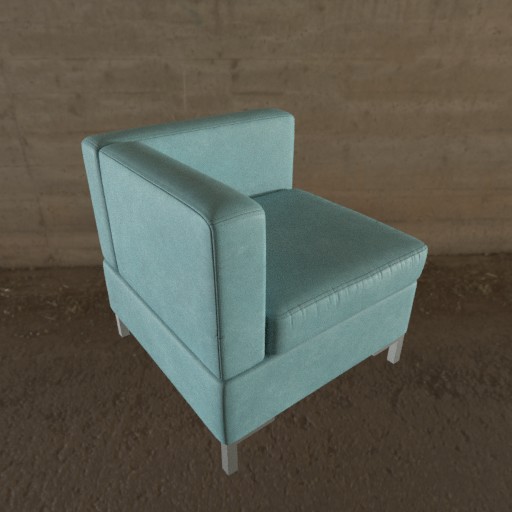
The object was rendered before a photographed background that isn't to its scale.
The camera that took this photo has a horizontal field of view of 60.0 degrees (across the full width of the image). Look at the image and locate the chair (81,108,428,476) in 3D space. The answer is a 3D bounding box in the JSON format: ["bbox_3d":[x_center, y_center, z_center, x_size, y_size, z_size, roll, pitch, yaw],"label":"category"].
[{"bbox_3d":[0.000,0.000,1.248,0.680,0.660,0.680,-21,35,-32],"label":"chair"}]
